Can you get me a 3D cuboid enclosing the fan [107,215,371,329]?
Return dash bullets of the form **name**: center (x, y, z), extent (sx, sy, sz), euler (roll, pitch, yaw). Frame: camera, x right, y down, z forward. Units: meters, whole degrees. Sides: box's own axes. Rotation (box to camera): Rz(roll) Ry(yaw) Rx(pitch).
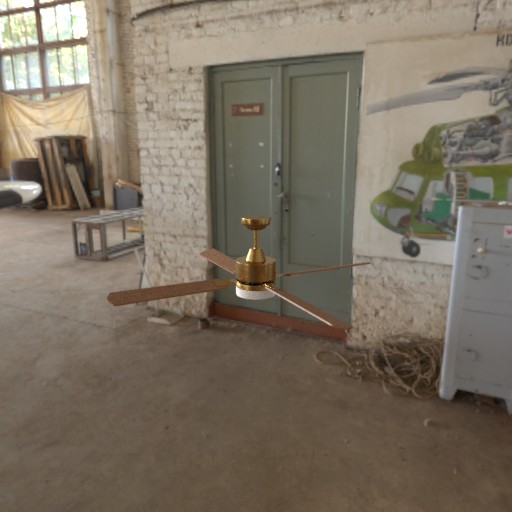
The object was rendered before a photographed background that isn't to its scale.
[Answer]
- **fan**: center (0.000, 0.000, 2.014), extent (1.320, 0.355, 1.320), euler (-7, 15, -26)
